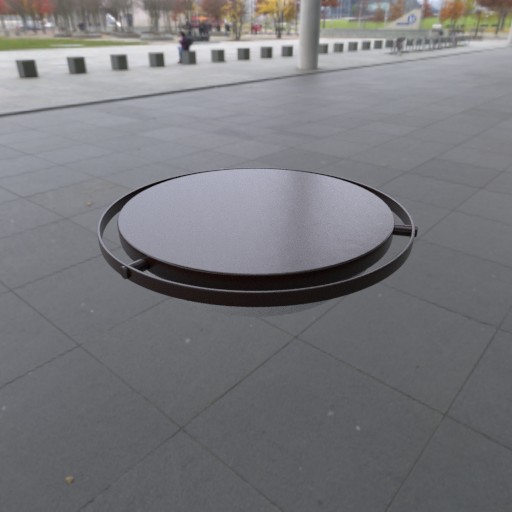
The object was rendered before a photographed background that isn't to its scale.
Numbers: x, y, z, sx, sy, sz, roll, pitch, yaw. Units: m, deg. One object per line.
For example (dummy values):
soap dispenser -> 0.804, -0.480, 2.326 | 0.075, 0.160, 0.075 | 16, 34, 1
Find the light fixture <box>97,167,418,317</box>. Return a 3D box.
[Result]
light fixture -> 0.000, 0.000, 0.555 | 0.361, 0.130, 0.361 | 0, 28, 0
